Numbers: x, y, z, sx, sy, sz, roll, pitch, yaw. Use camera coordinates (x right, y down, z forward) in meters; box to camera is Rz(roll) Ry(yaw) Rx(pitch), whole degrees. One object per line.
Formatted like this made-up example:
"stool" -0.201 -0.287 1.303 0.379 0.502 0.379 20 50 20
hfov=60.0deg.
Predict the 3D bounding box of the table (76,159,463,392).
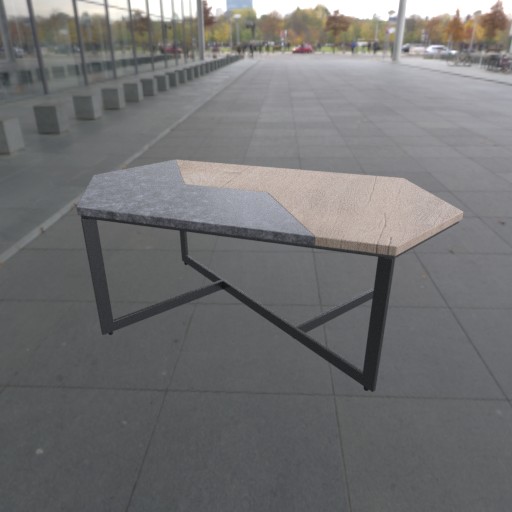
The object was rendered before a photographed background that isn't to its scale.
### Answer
"table" 0.000 0.000 1.507 1.219 0.457 0.609 8 27 16
